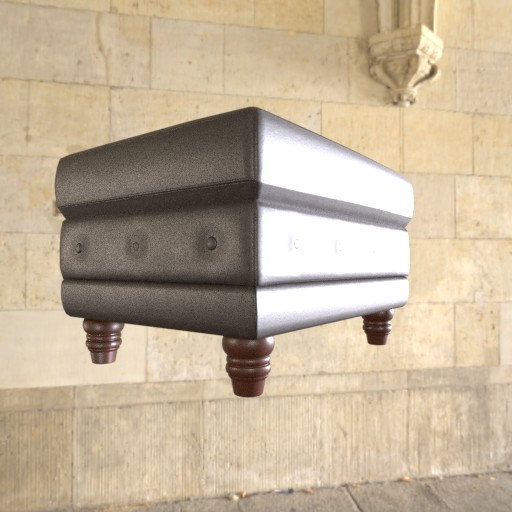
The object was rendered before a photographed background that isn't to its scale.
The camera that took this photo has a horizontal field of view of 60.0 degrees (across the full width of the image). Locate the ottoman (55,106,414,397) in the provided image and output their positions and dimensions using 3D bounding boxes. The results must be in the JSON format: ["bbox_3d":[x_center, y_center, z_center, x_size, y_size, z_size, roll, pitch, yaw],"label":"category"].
[{"bbox_3d":[0.000,0.000,1.157,0.590,0.498,0.795,-1,-1,36],"label":"ottoman"}]
